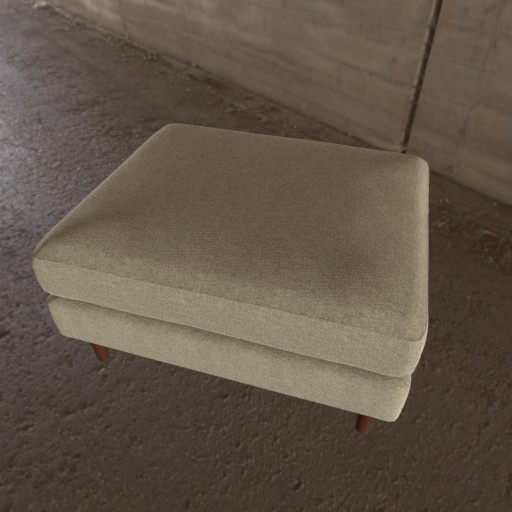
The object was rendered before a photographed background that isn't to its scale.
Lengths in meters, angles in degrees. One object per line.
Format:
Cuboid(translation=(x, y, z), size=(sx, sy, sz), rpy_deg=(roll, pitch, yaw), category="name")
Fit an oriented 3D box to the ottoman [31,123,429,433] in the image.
Cuboid(translation=(0.000, 0.000, 1.198), size=(0.821, 0.474, 0.693), rpy_deg=(11, 42, 13), category="ottoman")
